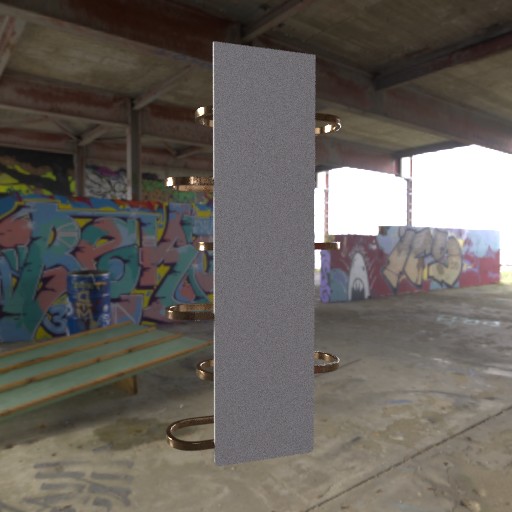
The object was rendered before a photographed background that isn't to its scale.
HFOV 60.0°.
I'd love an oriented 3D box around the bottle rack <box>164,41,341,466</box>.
[{"bbox_3d":[0.000,0.000,0.820,0.332,0.709,0.118,-1,2,-17],"label":"bottle rack"}]
